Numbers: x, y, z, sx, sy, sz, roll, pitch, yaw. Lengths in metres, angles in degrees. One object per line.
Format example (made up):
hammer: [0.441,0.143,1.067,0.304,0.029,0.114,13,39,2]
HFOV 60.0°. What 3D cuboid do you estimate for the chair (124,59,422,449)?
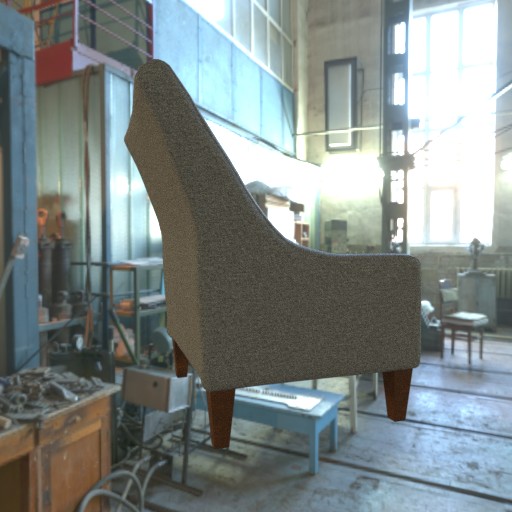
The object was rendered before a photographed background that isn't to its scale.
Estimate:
chair: [0.000,0.000,1.581,0.870,1.016,0.774,-1,2,-19]
